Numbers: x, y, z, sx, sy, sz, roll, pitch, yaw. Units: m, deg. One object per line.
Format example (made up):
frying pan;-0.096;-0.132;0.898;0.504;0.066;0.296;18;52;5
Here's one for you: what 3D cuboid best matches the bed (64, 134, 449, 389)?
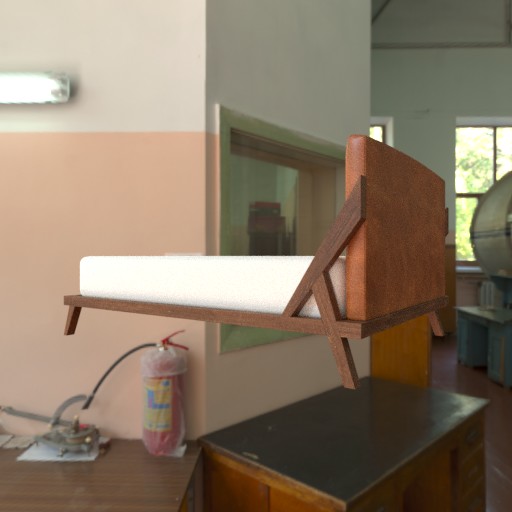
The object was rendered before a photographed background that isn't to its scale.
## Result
bed;0.000;0.000;3.269;2.311;1.168;1.651;0;0;36
